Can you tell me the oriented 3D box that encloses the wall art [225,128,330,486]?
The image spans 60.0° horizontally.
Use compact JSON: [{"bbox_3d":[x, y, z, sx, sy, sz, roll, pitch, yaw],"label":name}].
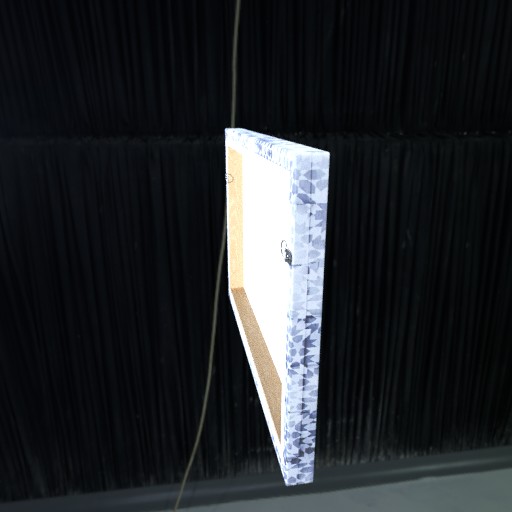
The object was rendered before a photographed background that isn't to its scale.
[{"bbox_3d":[0.000,0.000,1.158,0.057,0.608,0.911,-3,19,-10],"label":"wall art"}]
